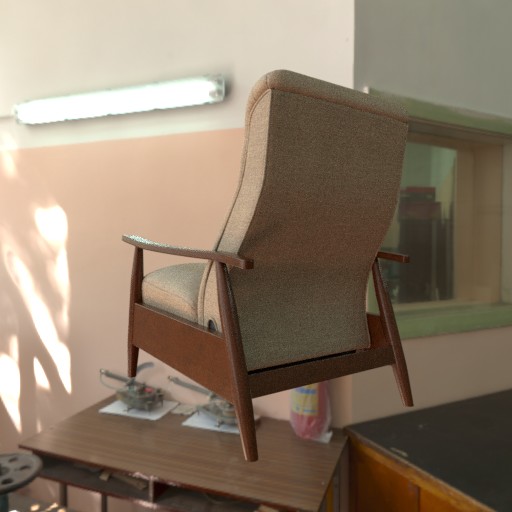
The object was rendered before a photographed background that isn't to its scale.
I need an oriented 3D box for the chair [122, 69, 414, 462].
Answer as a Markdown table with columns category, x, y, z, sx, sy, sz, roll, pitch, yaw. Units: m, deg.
| category | x | y | z | sx | sy | sz | roll | pitch | yaw |
| --- | --- | --- | --- | --- | --- | --- | --- | --- | --- |
| chair | 0.000 | 0.000 | 1.789 | 0.762 | 1.082 | 1.014 | -1 | 2 | -35 |
